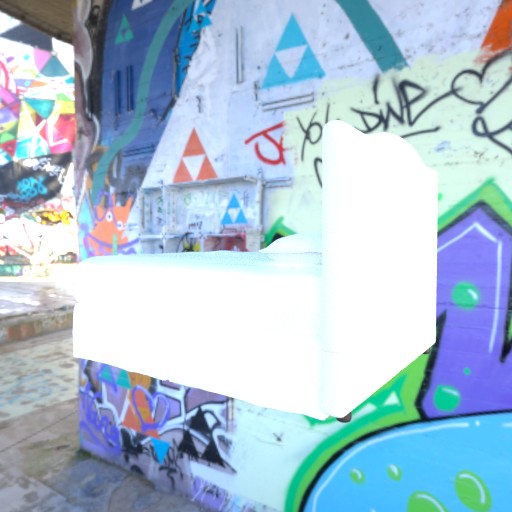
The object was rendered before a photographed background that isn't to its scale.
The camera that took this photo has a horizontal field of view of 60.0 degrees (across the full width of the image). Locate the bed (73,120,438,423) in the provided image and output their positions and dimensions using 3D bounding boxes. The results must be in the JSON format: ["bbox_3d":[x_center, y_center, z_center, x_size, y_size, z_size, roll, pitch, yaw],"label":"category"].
[{"bbox_3d":[0.000,0.000,3.237,2.143,1.460,1.753,1,3,35],"label":"bed"}]
